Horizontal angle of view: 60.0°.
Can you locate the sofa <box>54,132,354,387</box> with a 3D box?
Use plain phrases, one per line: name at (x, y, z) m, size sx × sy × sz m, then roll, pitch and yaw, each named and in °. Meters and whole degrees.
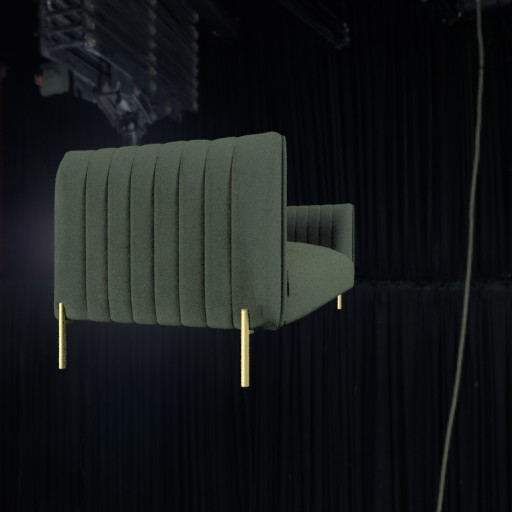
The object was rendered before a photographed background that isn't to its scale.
sofa at (0.000, 0.000, 2.445) m, size 0.896 × 0.793 × 2.137 m, roll 0°, pitch 0°, yaw 18°
